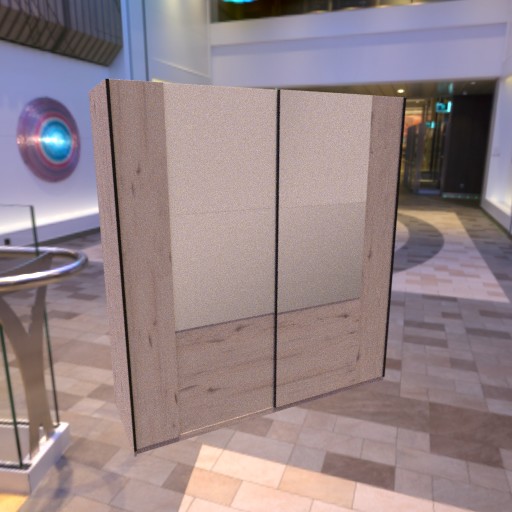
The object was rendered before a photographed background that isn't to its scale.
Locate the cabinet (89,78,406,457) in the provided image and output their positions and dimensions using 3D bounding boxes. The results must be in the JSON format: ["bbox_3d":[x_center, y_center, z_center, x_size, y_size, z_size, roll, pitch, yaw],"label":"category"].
[{"bbox_3d":[0.000,0.000,3.175,2.000,2.180,0.660,-7,16,-26],"label":"cabinet"}]
